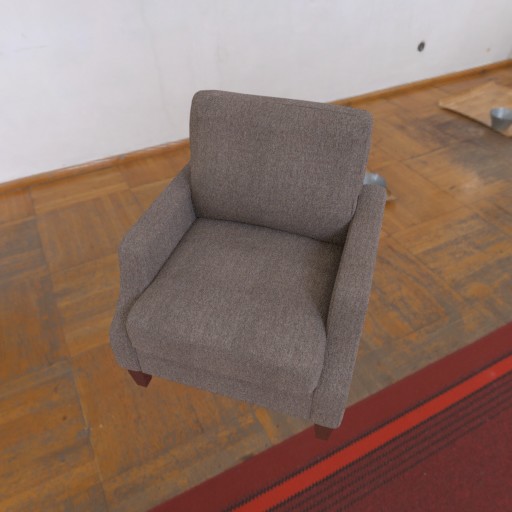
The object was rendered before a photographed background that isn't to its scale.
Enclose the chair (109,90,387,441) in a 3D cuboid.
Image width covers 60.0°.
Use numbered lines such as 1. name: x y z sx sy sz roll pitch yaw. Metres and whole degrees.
1. chair: 0.000 0.000 1.668 0.855 0.993 0.897 12 43 13
